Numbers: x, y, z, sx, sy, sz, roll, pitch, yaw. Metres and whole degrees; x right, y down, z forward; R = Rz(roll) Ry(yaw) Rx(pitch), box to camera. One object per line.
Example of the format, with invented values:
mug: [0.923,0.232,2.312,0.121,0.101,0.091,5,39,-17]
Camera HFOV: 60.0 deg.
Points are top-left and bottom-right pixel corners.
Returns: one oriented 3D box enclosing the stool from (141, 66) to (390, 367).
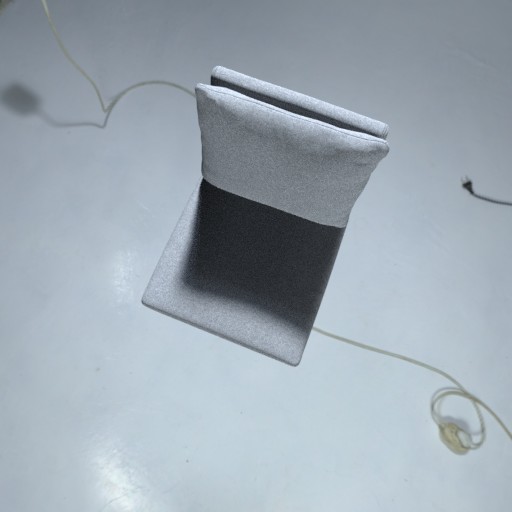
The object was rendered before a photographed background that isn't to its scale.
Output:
stool: [0.000,0.000,1.430,0.463,1.130,0.569,21,78,5]
